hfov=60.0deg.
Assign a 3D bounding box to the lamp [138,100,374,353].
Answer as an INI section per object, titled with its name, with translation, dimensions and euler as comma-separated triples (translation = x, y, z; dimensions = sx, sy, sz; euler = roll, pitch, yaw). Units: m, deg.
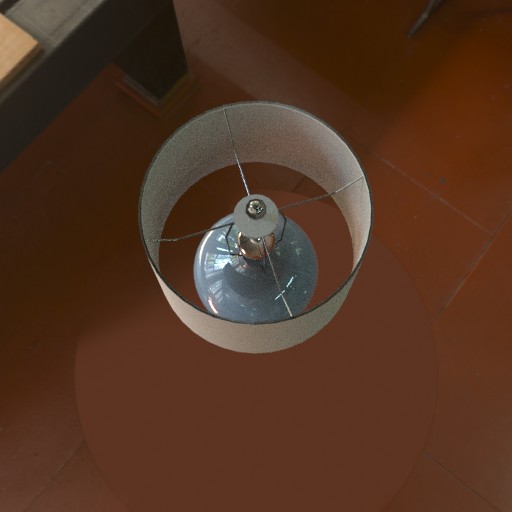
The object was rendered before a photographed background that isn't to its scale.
[lamp]
translation = 0.000, 0.000, 0.574
dimensions = 0.247, 0.387, 0.247
euler = 0, 77, 0
